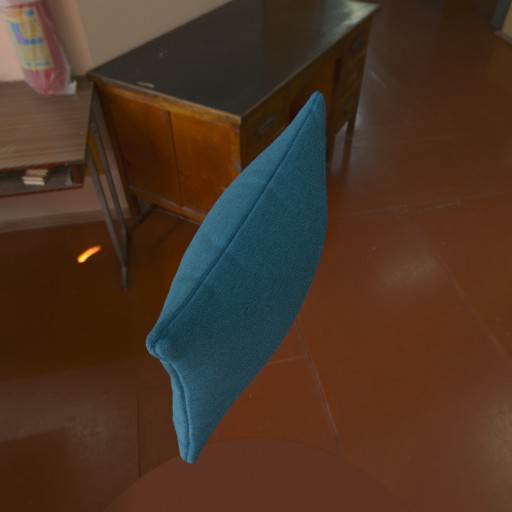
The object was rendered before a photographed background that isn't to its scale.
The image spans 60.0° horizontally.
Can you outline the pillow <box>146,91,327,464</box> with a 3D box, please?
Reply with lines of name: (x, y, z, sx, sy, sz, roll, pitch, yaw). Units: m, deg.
pillow: (0.000, 0.000, 0.788, 0.210, 0.338, 0.633, 16, 48, 15)
